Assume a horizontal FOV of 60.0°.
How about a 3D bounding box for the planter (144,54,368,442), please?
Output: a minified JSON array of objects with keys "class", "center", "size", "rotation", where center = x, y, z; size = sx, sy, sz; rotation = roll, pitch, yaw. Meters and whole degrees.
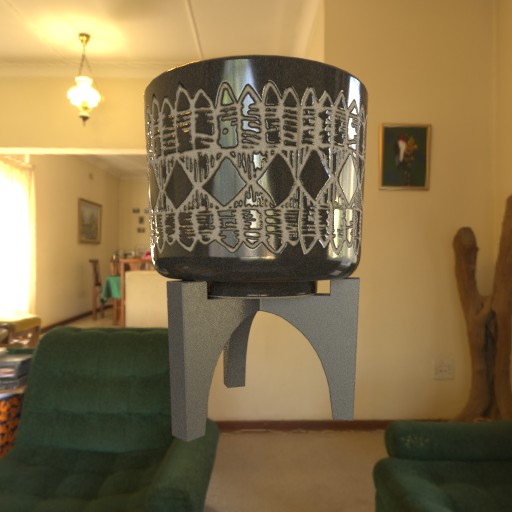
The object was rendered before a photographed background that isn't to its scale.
[{"class":"planter","center":[0.000,0.000,0.511],"size":[0.251,0.355,0.251],"rotation":[0,0,-17]}]
